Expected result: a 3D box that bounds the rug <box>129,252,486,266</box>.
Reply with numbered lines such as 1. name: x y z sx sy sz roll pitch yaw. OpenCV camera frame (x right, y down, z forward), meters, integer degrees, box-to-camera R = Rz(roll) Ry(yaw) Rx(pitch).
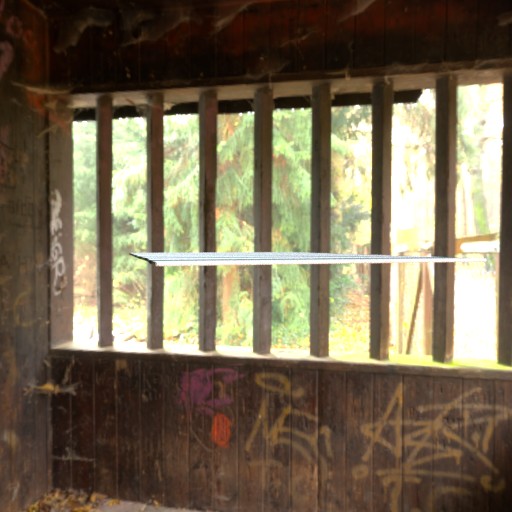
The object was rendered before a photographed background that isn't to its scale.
1. rug: 0.000 0.000 2.327 1.210 0.012 1.829 0 1 -18
